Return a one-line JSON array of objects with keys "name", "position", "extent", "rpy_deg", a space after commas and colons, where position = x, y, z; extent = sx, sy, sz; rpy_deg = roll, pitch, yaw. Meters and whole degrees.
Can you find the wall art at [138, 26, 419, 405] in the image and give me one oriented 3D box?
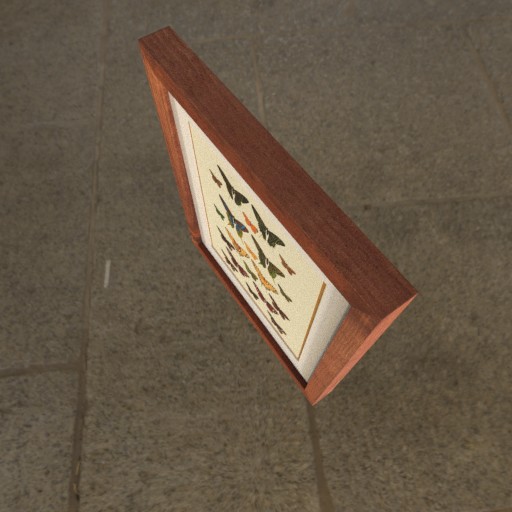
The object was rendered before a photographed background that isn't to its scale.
[{"name": "wall art", "position": [0.000, 0.000, 0.605], "extent": [0.039, 0.449, 0.377], "rpy_deg": [-32, 68, -15]}]
